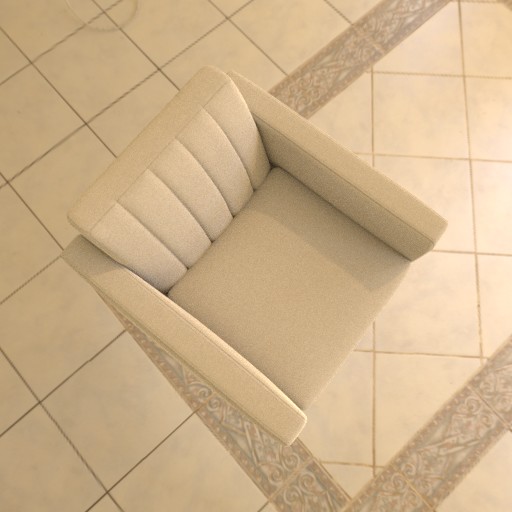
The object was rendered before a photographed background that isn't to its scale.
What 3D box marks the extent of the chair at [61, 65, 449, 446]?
[{"bbox_3d":[0.000,0.000,1.704,0.998,0.819,0.953,38,80,8],"label":"chair"}]
